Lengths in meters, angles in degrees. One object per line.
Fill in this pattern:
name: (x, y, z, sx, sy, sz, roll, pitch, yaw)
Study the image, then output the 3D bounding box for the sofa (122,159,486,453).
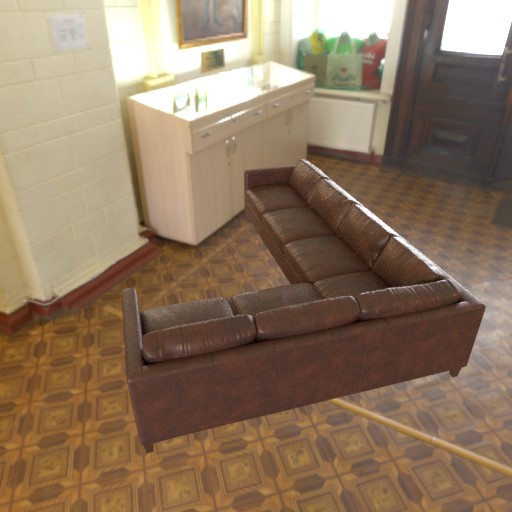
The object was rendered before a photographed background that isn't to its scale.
sofa: (0.000, 0.000, 4.209, 2.438, 0.836, 3.152, -9, 32, -14)
